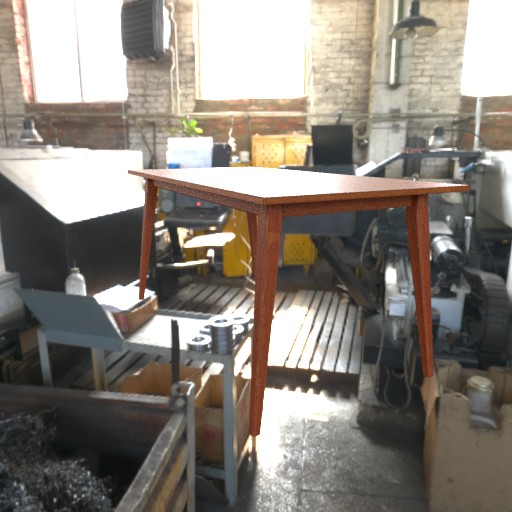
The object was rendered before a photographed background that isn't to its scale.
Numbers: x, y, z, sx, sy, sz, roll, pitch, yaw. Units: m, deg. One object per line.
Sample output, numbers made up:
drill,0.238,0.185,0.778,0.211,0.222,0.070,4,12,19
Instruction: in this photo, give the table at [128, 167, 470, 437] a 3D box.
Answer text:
table,0.000,0.000,2.115,0.811,0.755,1.609,-7,16,-27
